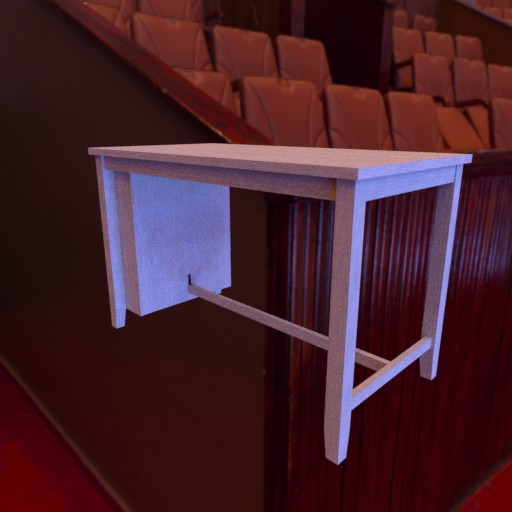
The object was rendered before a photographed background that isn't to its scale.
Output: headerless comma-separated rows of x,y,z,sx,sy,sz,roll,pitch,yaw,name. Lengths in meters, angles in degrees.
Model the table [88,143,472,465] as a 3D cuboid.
0.000,0.000,1.888,1.397,0.874,0.729,16,22,42,table
